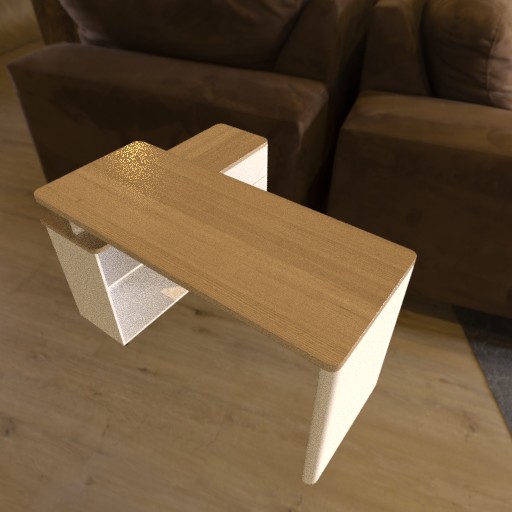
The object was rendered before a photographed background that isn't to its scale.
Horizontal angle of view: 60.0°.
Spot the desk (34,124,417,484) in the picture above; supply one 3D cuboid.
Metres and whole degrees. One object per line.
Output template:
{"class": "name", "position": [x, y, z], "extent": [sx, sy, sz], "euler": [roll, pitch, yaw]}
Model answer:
{"class": "desk", "position": [0.000, 0.000, 2.079], "extent": [1.400, 0.770, 1.175], "euler": [26, 48, 27]}
